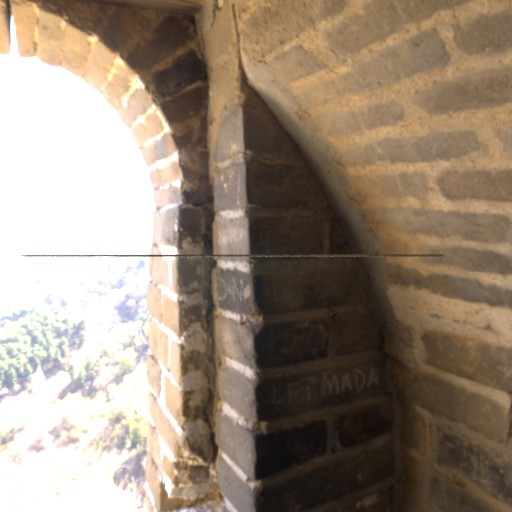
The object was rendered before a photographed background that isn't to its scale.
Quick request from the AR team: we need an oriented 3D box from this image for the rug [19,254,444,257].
[{"bbox_3d":[0.000,0.000,4.075,3.040,0.014,2.423,0,0,19],"label":"rug"}]
